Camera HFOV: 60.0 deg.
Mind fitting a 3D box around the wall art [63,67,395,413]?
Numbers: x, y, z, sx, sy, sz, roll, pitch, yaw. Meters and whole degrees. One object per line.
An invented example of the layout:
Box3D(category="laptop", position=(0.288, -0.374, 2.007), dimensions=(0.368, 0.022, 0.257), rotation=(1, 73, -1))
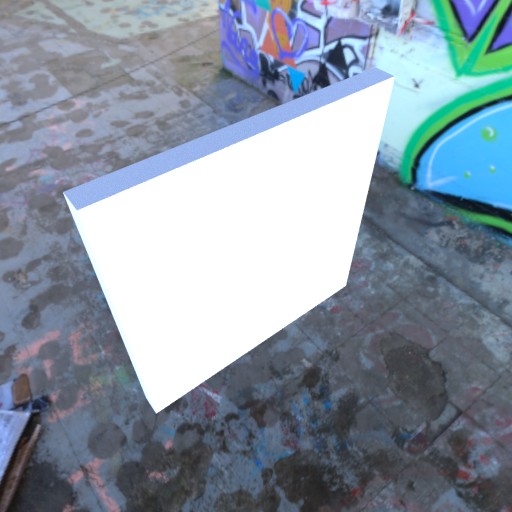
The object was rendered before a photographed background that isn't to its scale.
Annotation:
Box3D(category="wall art", position=(0.000, 0.000, 0.538), dimensions=(0.355, 0.355, 0.027), rotation=(-30, 54, -25))
